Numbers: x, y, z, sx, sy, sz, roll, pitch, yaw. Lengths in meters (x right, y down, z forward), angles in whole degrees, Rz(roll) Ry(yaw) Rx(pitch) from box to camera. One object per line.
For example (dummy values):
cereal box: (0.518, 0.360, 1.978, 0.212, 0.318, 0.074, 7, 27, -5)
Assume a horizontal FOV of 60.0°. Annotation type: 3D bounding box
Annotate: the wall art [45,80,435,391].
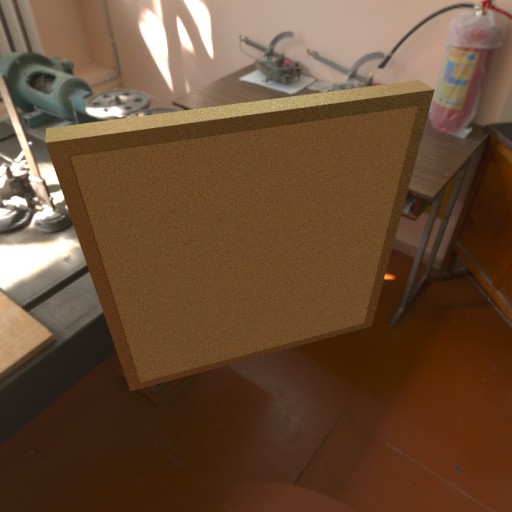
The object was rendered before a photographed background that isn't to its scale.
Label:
wall art: (0.000, 0.000, 1.861, 1.284, 1.284, 0.095, -12, 43, -13)
